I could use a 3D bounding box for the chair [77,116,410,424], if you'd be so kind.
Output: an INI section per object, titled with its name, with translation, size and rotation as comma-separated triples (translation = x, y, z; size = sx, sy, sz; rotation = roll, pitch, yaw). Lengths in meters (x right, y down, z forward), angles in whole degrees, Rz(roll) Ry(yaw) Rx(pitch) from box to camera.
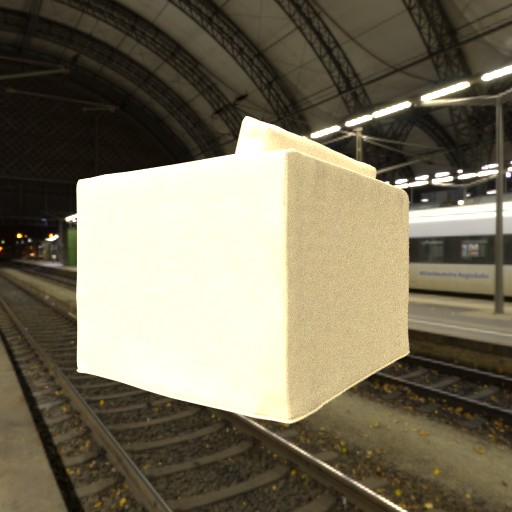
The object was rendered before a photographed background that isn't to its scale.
[chair]
translation = 0.000, 0.000, 1.789
size = 0.947, 0.851, 1.057
rotation = 0, 1, 36
